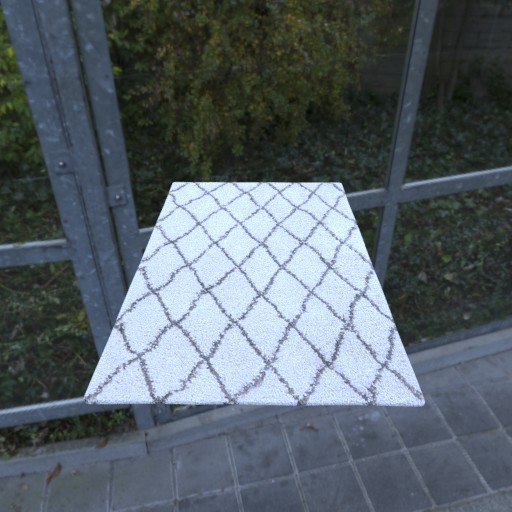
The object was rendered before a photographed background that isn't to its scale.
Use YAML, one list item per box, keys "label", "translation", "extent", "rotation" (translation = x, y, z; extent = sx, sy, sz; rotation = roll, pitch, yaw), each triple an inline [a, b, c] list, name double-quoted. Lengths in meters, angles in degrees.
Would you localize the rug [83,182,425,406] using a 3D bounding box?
- label: "rug"
  translation: [0.000, 0.000, 2.990]
  extent: [1.524, 0.030, 2.438]
  rotation: [0, 33, 0]
